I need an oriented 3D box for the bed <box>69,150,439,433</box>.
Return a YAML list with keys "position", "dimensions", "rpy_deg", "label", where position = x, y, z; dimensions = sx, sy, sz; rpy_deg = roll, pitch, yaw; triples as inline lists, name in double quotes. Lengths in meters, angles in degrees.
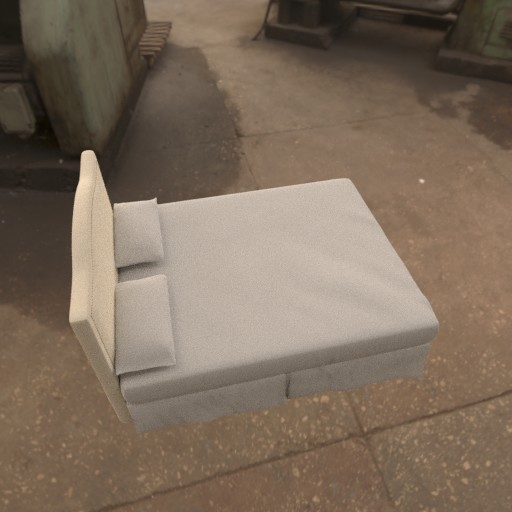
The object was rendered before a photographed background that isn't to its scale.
- position: [0.000, 0.000, 3.612]
  dimensions: [2.477, 1.437, 1.977]
  rpy_deg: [-9, 47, -9]
  label: "bed"
